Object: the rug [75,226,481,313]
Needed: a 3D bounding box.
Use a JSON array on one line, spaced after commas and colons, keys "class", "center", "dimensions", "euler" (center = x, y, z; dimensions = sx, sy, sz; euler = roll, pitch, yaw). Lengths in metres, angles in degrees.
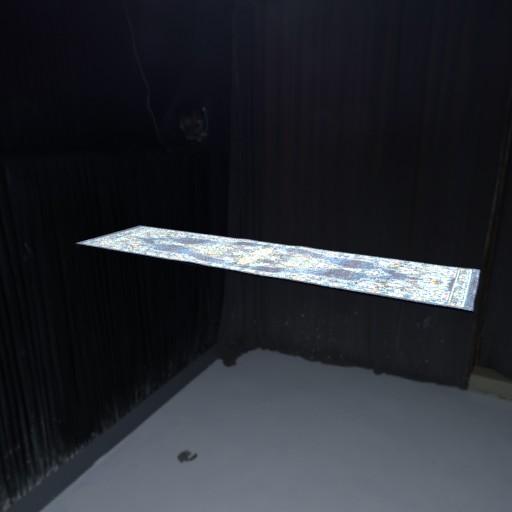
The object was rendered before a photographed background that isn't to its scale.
[{"class": "rug", "center": [0.000, 0.000, 2.528], "dimensions": [2.283, 0.016, 0.602], "euler": [8, 18, 27]}]
